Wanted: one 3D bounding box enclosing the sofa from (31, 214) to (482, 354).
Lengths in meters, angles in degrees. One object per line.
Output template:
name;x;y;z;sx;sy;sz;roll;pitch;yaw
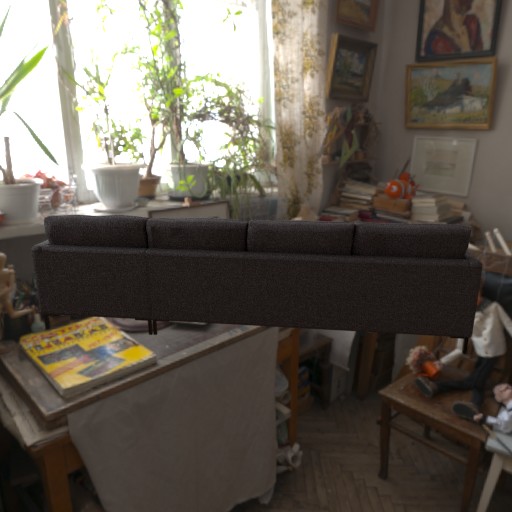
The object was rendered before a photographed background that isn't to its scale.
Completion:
sofa;0.000;0.000;3.816;3.221;0.892;1.483;2;17;7
